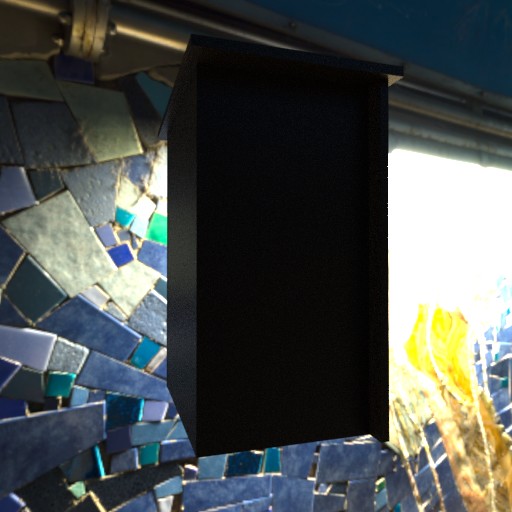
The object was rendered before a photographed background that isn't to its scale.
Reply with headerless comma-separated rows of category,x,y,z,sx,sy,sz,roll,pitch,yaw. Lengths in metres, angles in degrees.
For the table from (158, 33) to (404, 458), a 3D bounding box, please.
table,0.000,0.000,1.054,0.408,0.711,0.589,0,-1,-18
